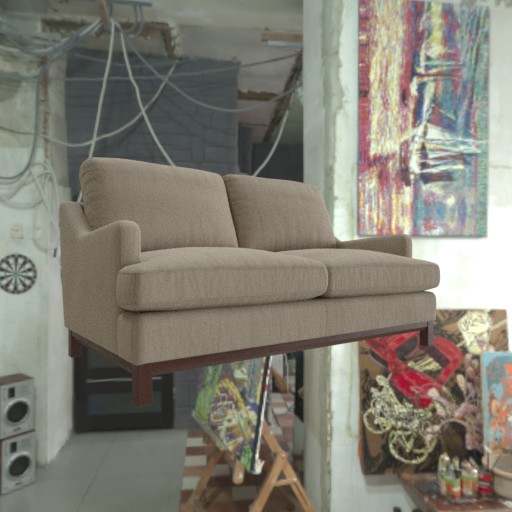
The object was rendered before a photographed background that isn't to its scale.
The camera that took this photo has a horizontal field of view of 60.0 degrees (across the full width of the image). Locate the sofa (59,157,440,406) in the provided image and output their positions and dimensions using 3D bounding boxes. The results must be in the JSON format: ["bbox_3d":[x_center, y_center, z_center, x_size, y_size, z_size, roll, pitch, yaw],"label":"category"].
[{"bbox_3d":[0.000,0.000,2.165,1.619,0.910,1.004,0,0,-36],"label":"sofa"}]
